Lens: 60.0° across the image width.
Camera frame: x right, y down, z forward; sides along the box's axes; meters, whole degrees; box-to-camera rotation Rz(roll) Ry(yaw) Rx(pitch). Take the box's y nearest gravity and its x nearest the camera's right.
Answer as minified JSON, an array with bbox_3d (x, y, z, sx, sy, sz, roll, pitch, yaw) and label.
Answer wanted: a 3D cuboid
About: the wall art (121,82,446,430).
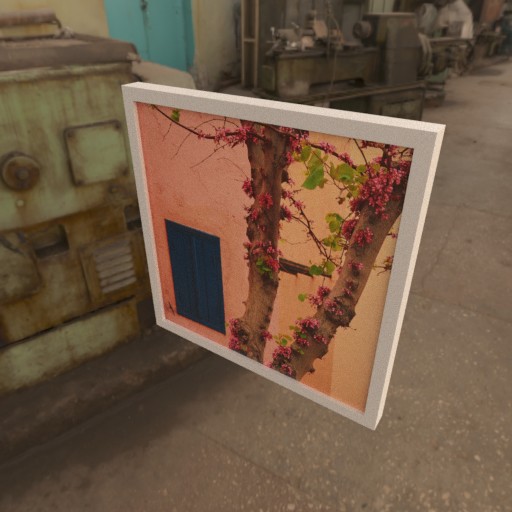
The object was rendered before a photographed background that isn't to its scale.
[{"bbox_3d":[0.000,0.000,0.757,0.507,0.508,0.038,19,36,28],"label":"wall art"}]
